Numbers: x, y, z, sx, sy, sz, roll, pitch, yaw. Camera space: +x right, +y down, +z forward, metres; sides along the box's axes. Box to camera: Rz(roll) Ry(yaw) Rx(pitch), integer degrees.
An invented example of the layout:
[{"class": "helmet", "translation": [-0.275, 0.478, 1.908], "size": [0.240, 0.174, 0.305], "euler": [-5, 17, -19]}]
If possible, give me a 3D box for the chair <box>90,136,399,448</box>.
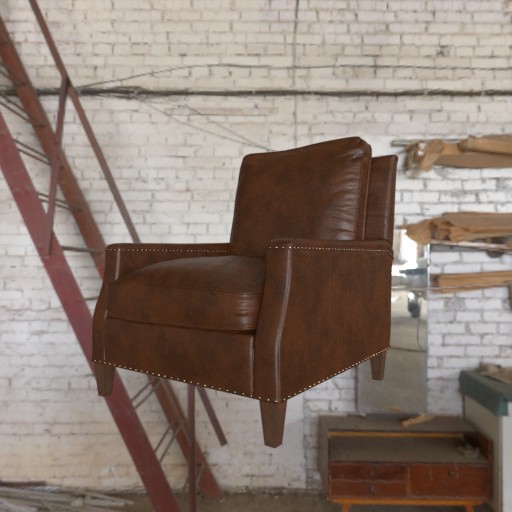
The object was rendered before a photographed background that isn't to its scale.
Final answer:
[{"class": "chair", "translation": [0.000, 0.000, 1.823], "size": [0.854, 1.054, 1.035], "euler": [0, 0, 36]}]
